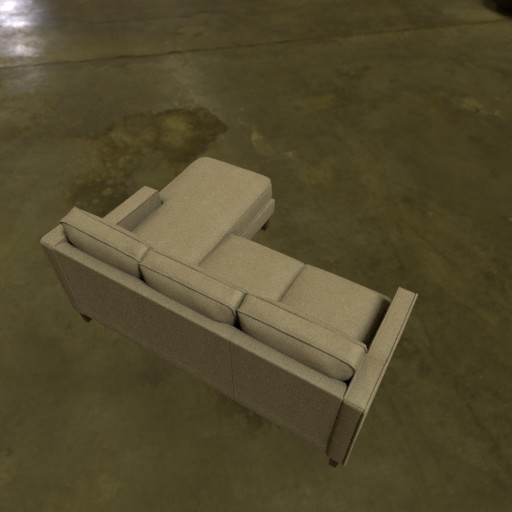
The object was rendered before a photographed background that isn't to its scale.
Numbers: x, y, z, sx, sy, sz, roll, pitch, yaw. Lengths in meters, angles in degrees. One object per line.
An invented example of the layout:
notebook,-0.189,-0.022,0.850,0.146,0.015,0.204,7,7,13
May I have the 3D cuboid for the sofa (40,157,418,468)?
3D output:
sofa,0.000,0.000,3.320,2.317,1.081,1.858,23,50,21
